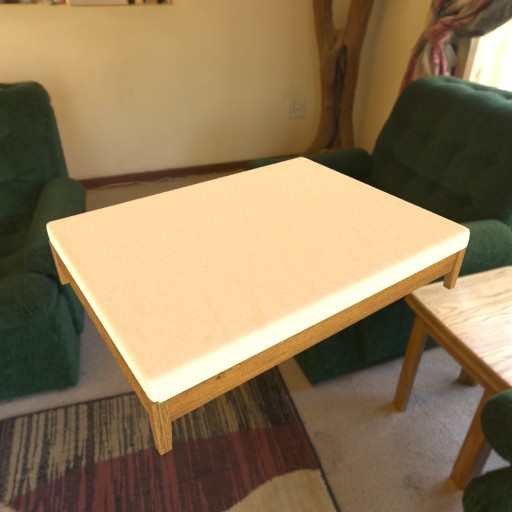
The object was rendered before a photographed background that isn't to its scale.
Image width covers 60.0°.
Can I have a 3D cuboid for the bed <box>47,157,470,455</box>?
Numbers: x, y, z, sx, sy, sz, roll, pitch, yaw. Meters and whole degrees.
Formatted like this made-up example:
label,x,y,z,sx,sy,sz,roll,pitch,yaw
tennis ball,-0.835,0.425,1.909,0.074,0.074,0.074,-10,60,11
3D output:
label,x,y,z,sx,sy,sz,roll,pitch,yaw
bed,0.000,0.000,2.713,2.016,0.431,1.536,-21,38,-29
